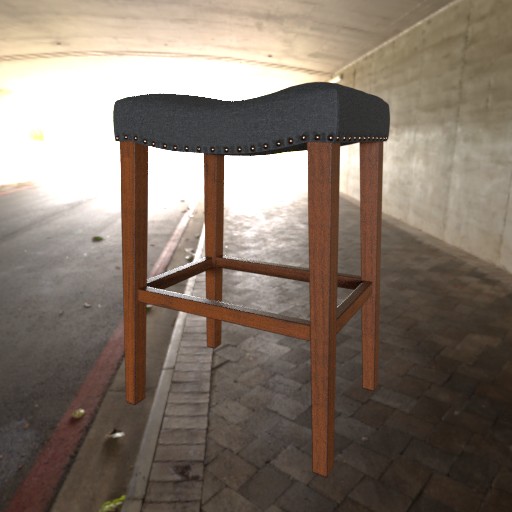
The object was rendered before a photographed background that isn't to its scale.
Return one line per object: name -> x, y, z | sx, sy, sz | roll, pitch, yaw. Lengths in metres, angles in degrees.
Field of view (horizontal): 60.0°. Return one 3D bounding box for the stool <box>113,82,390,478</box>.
stool -> 0.000, 0.000, 0.873 | 0.439, 0.612, 0.320 | 8, 17, 28
